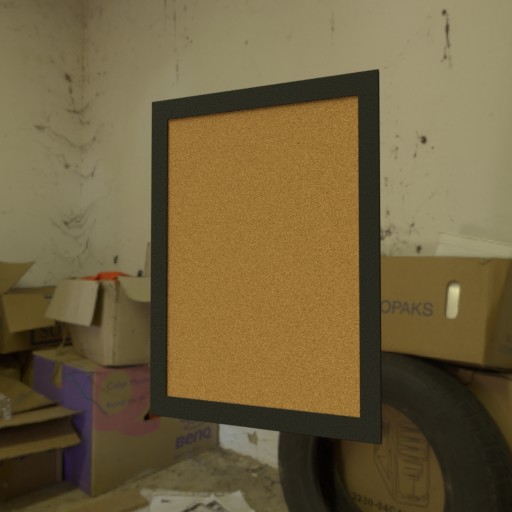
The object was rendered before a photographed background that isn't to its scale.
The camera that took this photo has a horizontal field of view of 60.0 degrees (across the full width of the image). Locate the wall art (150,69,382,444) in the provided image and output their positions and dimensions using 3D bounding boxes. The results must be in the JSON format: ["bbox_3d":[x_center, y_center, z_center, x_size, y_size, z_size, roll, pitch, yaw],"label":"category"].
[{"bbox_3d":[0.000,0.000,0.690,0.374,0.529,0.012,-1,-2,19],"label":"wall art"}]
